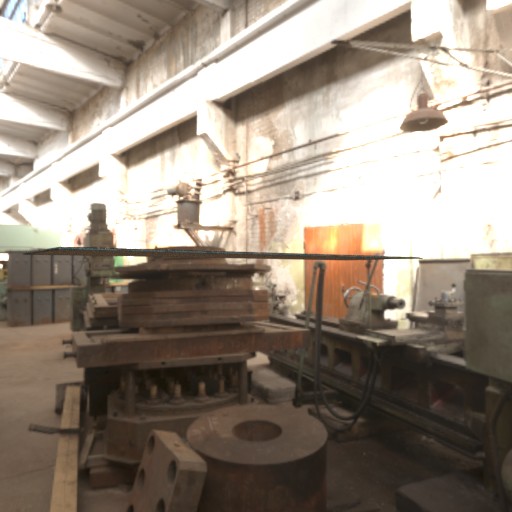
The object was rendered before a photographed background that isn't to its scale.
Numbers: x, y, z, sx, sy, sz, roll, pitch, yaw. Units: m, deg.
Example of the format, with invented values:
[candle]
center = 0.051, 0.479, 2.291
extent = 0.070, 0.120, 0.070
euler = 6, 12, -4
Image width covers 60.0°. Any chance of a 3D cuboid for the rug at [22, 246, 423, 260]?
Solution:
[rug]
center = 0.000, 0.000, 2.544
extent = 2.292, 0.014, 0.685
euler = 1, -2, -37
